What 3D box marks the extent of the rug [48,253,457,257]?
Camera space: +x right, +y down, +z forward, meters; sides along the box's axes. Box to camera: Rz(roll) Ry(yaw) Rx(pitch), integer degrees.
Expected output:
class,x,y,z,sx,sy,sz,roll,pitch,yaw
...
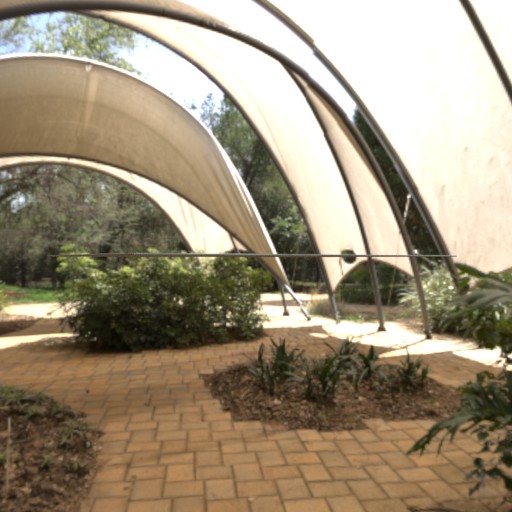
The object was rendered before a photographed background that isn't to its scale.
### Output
class,x,y,z,sx,sy,sz,roll,pitch,yaw
rug,0.000,0.000,2.942,2.284,0.008,1.522,0,0,-36
